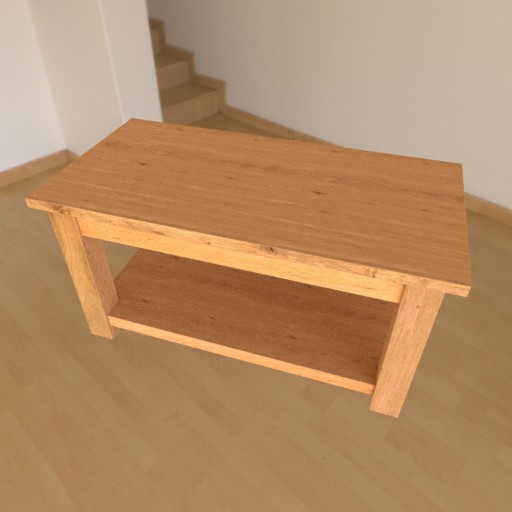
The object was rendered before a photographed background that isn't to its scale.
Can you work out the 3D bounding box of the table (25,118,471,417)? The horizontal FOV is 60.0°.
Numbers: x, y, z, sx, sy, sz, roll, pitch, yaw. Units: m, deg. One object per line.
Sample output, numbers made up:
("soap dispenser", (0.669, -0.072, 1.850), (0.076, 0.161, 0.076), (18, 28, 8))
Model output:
("table", (0.000, 0.000, 1.154), (0.899, 0.452, 0.450), (12, 41, 14))
